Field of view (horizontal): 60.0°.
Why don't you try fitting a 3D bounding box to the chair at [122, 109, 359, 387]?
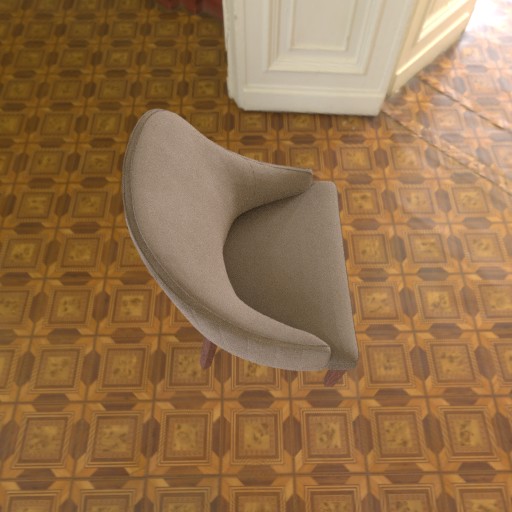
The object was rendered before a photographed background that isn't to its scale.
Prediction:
[{"bbox_3d":[0.000,0.000,1.333,0.575,0.889,0.643,-1,62,-1],"label":"chair"}]
